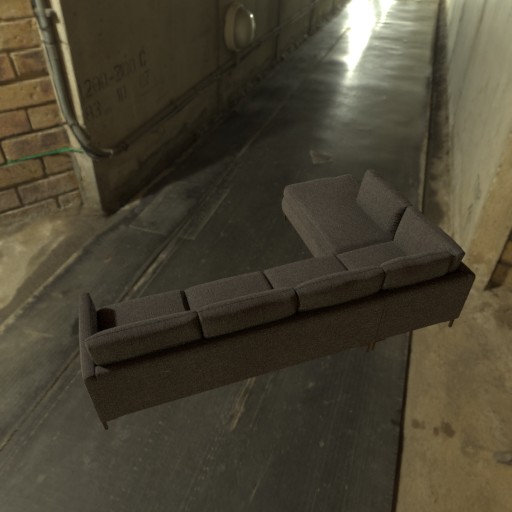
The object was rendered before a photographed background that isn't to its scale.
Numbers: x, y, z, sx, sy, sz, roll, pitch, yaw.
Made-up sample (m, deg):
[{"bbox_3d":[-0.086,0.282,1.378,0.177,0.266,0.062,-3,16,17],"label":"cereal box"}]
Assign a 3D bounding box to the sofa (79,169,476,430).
[{"bbox_3d":[0.000,0.000,3.875,2.949,0.815,2.007,-12,41,-15],"label":"sofa"}]
